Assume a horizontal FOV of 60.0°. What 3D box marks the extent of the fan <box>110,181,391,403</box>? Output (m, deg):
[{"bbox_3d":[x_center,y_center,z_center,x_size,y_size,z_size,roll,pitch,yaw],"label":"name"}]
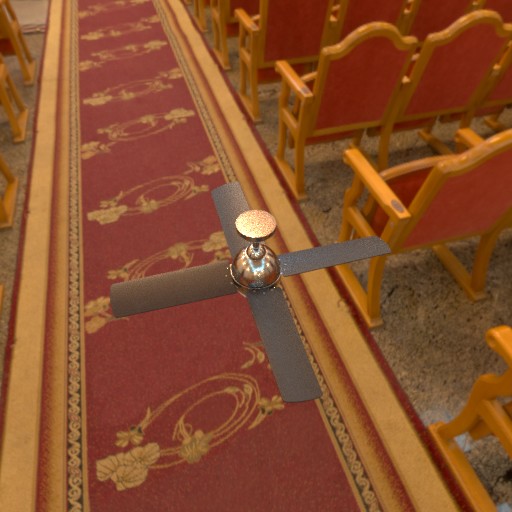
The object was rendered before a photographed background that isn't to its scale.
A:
[{"bbox_3d":[0.000,0.000,2.002,1.332,0.403,1.332,-12,48,-11],"label":"fan"}]
